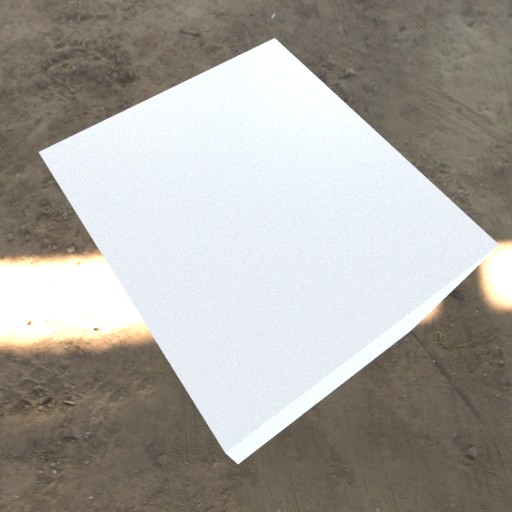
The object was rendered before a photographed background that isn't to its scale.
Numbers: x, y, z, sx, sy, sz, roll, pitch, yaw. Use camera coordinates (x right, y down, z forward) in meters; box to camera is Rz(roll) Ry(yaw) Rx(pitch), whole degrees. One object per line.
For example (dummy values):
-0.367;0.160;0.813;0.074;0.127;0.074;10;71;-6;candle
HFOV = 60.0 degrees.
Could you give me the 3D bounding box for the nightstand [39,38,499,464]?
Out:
0.000;0.000;0.740;0.408;0.351;0.470;-32;68;-15;nightstand
